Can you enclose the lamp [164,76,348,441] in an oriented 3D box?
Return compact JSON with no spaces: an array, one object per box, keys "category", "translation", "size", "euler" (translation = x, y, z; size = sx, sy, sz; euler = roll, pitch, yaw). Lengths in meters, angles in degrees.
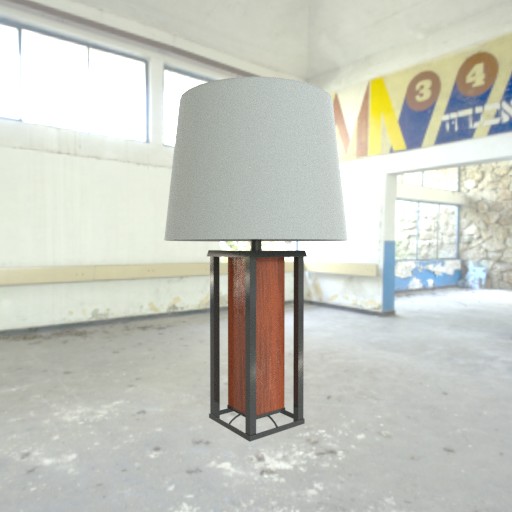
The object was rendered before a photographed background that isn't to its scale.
[{"category":"lamp","translation":[0.000,0.000,0.789],"size":[0.320,0.591,0.320],"euler":[0,1,0]}]
